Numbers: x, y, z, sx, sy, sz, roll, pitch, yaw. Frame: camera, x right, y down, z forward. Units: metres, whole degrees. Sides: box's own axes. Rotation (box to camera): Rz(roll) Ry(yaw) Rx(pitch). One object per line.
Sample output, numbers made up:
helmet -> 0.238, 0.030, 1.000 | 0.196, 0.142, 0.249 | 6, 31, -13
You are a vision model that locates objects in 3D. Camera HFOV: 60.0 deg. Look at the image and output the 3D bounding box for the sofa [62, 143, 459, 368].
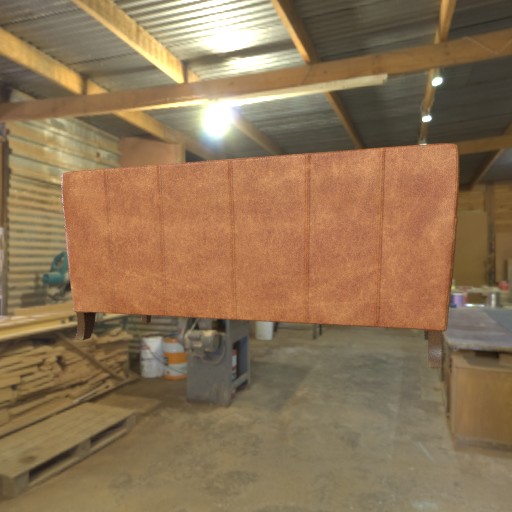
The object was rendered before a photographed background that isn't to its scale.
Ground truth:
sofa -> 0.000, 0.000, 2.528 | 2.053, 0.947, 0.805 | 0, 0, 19
